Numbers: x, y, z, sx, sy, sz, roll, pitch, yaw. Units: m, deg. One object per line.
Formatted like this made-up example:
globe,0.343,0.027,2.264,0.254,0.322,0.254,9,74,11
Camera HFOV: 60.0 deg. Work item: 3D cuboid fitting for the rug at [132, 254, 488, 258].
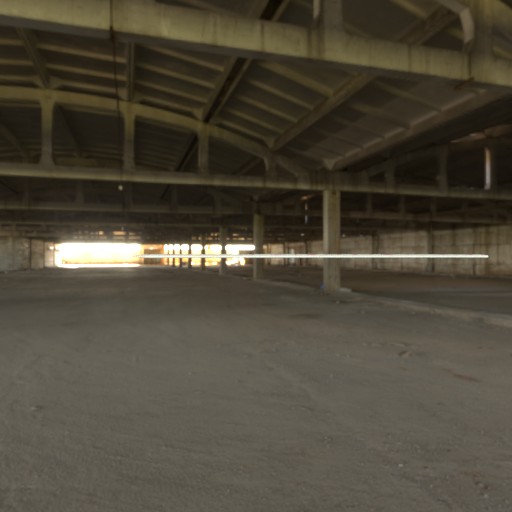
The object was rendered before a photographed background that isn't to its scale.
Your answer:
rug,0.000,0.000,3.463,1.819,0.018,2.746,0,0,-17
